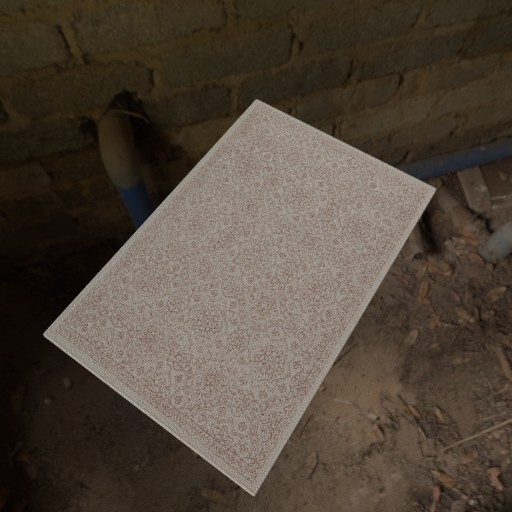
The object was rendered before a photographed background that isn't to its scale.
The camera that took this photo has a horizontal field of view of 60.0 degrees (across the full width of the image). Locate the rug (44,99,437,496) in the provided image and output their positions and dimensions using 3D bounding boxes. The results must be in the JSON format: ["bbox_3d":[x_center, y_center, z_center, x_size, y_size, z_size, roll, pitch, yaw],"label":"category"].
[{"bbox_3d":[0.000,0.000,2.296,1.219,0.010,1.829,31,68,14],"label":"rug"}]
